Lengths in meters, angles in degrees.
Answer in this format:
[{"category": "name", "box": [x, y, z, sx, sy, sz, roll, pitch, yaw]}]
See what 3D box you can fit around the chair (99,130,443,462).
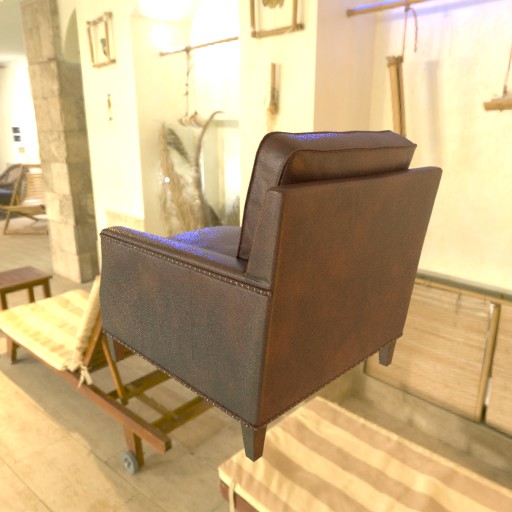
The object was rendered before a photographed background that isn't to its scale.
[{"category": "chair", "box": [0.000, 0.000, 1.698, 0.853, 0.929, 1.014, -15, 22, -43]}]
